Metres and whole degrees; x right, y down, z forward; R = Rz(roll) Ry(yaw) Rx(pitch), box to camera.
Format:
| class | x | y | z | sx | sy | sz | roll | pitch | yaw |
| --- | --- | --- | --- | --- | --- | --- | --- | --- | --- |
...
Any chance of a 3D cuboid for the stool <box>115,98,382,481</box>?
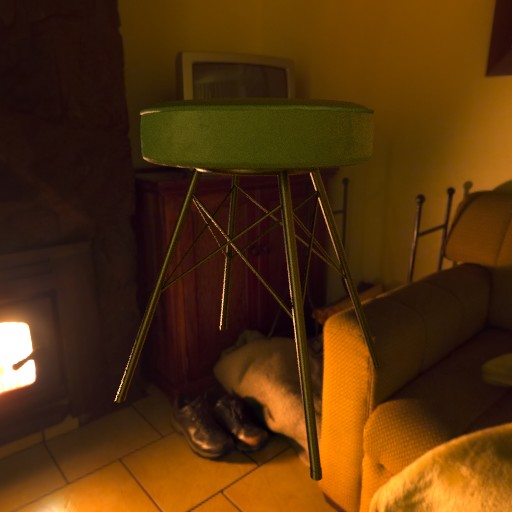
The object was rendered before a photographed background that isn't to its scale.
| class | x | y | z | sx | sy | sz | roll | pitch | yaw |
| --- | --- | --- | --- | --- | --- | --- | --- | --- | --- |
| stool | 0.000 | 0.000 | 0.907 | 0.457 | 0.595 | 0.430 | 9 | 18 | 28 |
